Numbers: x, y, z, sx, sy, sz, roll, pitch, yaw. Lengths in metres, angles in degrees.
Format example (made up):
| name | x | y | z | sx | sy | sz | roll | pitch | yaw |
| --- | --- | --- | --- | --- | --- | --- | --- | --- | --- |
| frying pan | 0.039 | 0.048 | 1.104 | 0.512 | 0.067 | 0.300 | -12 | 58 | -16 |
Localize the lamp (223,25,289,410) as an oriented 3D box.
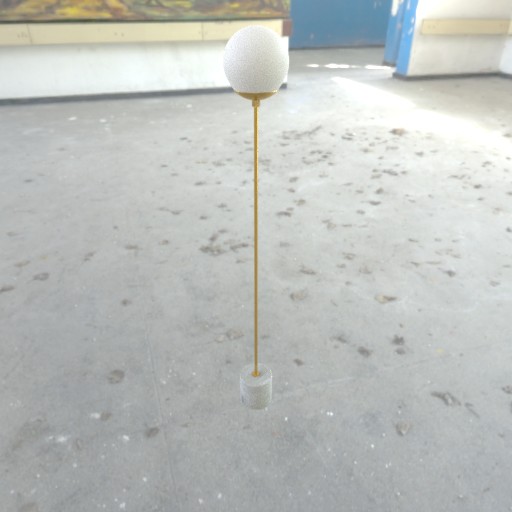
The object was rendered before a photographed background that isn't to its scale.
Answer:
| name | x | y | z | sx | sy | sz | roll | pitch | yaw |
| --- | --- | --- | --- | --- | --- | --- | --- | --- | --- |
| lamp | 0.000 | 0.000 | 1.894 | 0.224 | 1.753 | 0.224 | -9 | 32 | -15 |
